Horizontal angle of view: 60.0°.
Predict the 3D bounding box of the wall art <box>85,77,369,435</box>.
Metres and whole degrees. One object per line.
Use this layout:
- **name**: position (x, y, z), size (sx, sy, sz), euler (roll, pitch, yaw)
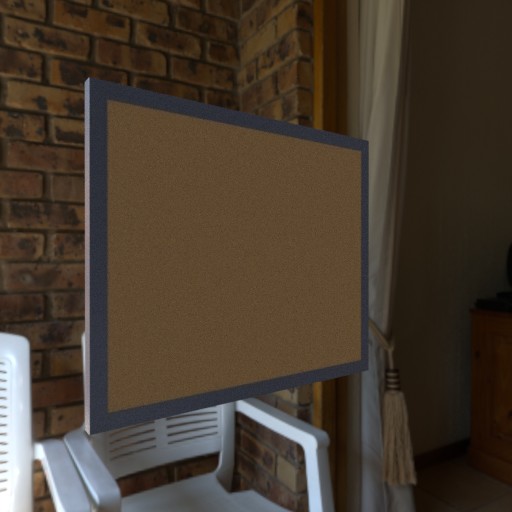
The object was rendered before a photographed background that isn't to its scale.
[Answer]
- **wall art**: position (0.000, 0.000, 0.894), size (0.660, 0.558, 0.026), euler (0, 0, -36)
